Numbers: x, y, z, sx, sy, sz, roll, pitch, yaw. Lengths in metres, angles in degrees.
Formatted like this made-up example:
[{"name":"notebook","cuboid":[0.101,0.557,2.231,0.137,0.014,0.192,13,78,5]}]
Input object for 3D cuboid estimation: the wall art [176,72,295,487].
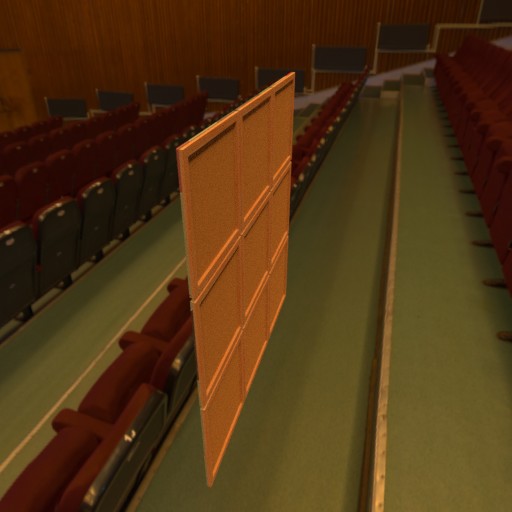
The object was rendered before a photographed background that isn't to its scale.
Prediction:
[{"name":"wall art","cuboid":[0.000,0.000,1.328,0.012,0.910,0.911,8,31,14]}]
